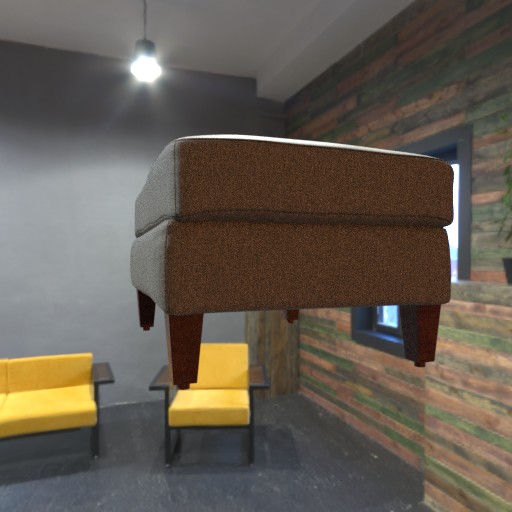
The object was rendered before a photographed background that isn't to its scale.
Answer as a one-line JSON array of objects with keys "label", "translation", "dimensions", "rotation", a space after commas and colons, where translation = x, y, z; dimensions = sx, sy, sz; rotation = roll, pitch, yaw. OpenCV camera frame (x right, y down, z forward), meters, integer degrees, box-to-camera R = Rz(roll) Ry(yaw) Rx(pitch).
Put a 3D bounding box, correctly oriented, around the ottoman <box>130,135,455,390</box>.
[{"label": "ottoman", "translation": [0.000, 0.000, 1.236], "dimensions": [0.639, 0.494, 0.873], "rotation": [0, -1, -19]}]
